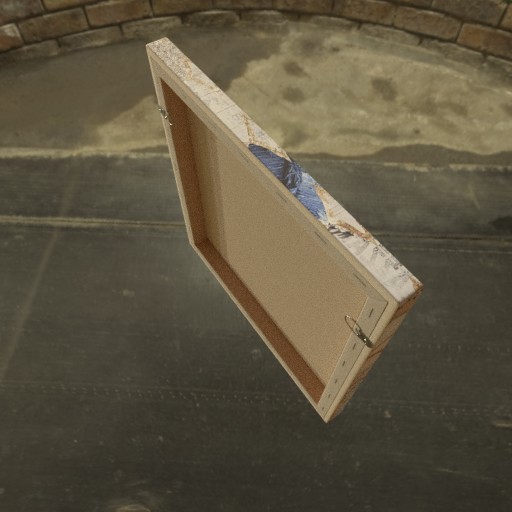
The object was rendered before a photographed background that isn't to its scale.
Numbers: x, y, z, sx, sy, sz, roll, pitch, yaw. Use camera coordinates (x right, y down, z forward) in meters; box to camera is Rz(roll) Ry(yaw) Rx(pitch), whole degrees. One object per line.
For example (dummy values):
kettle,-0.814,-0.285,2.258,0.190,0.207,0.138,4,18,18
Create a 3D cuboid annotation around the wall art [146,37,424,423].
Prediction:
wall art,0.000,0.000,0.741,0.038,0.508,0.507,-31,62,-18
